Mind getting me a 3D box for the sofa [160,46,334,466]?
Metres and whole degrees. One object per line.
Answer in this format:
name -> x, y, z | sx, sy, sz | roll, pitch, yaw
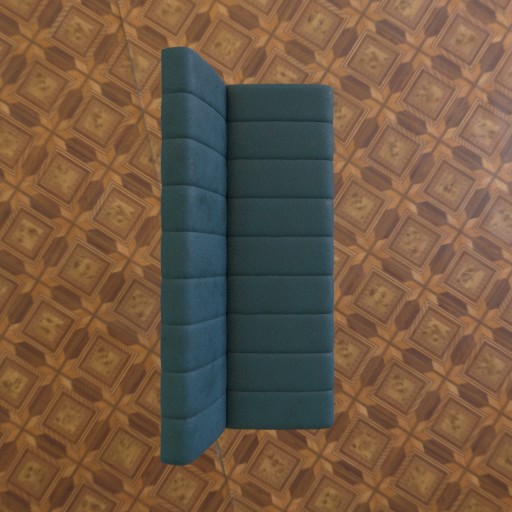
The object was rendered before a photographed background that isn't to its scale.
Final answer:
sofa -> 0.000, 0.000, 2.292 | 0.830, 0.825, 1.810 | 0, 89, 0
